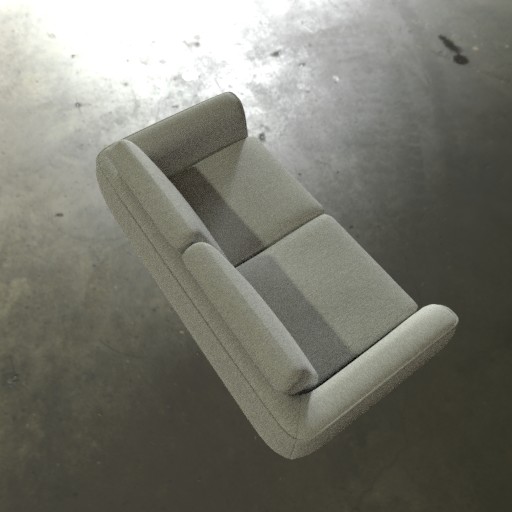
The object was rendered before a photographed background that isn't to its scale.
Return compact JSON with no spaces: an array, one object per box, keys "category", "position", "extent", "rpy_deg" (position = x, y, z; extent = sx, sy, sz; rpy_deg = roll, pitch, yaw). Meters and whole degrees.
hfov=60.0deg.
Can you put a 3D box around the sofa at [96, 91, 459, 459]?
[{"category":"sofa","position":[0.000,0.000,2.160],"extent":[0.920,0.850,1.700],"rpy_deg":[-32,65,-17]}]
